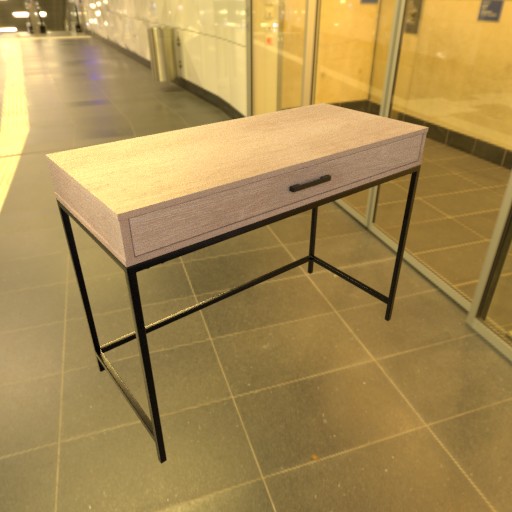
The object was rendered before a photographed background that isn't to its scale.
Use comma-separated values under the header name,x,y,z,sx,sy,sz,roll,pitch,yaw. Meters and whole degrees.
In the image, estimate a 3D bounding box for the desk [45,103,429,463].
name,x,y,z,sx,sy,sz,roll,pitch,yaw
desk,0.000,0.000,1.450,1.016,0.762,0.470,-22,37,-32
